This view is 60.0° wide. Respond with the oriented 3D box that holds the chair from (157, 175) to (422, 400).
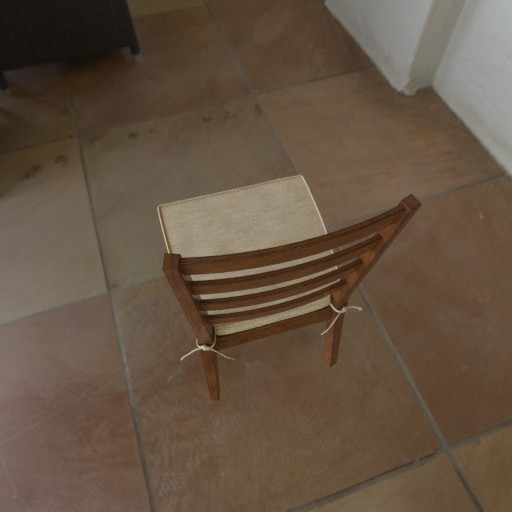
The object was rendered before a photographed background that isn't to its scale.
[{"bbox_3d":[0.000,0.000,1.359,0.593,0.979,0.595,-14,59,-9],"label":"chair"}]
